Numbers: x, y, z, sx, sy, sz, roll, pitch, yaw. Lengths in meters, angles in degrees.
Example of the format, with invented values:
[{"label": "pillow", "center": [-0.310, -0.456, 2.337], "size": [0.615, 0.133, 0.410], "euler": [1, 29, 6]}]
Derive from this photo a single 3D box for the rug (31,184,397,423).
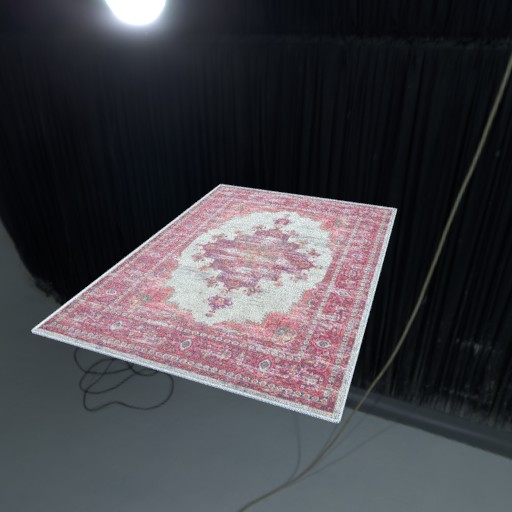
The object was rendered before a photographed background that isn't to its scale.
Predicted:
[{"label": "rug", "center": [0.000, 0.000, 2.250], "size": [1.217, 0.011, 1.747], "euler": [11, 31, 18]}]
